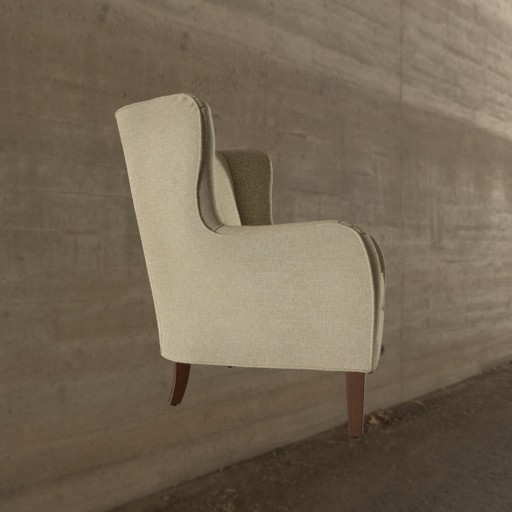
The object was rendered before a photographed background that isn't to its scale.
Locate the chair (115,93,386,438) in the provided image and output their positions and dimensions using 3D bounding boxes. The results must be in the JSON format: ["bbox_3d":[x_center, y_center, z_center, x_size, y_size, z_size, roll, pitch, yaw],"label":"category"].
[{"bbox_3d":[0.000,0.000,1.737,0.966,1.040,0.838,0,0,17],"label":"chair"}]
